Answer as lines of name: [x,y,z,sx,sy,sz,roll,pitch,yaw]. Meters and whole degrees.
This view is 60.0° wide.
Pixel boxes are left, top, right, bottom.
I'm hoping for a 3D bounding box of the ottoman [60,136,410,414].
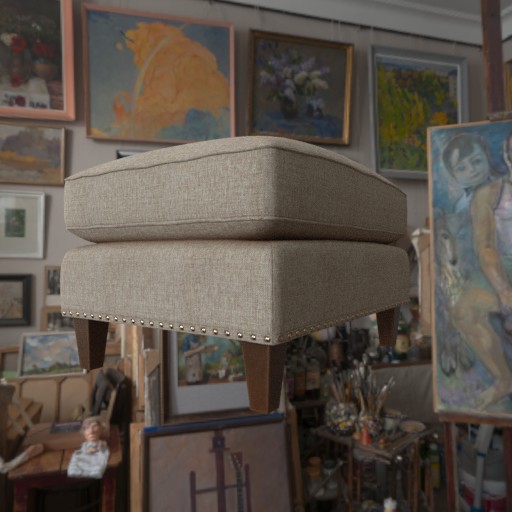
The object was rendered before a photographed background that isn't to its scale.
ottoman: [0.000,0.000,1.141,0.584,0.513,0.741,0,0,35]
